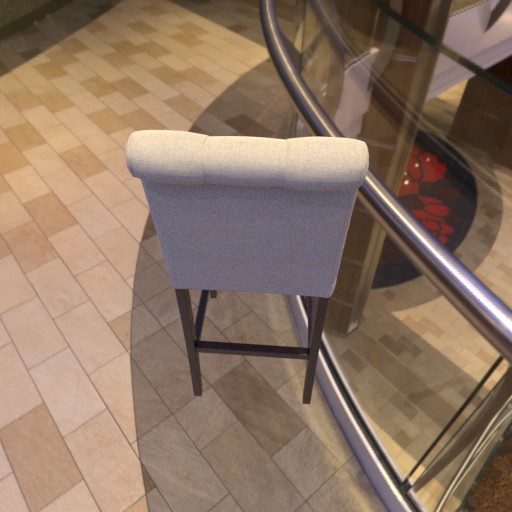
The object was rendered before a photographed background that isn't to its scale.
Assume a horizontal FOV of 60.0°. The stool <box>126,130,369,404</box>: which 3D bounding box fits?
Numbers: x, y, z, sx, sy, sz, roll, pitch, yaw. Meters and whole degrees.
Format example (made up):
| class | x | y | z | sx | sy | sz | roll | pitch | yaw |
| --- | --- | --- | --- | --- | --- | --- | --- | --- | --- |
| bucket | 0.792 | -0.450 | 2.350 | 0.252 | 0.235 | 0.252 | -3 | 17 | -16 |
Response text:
| class | x | y | z | sx | sy | sz | roll | pitch | yaw |
| --- | --- | --- | --- | --- | --- | --- | --- | --- | --- |
| stool | 0.000 | 0.000 | 1.410 | 0.493 | 1.140 | 0.601 | 3 | 47 | 3 |
